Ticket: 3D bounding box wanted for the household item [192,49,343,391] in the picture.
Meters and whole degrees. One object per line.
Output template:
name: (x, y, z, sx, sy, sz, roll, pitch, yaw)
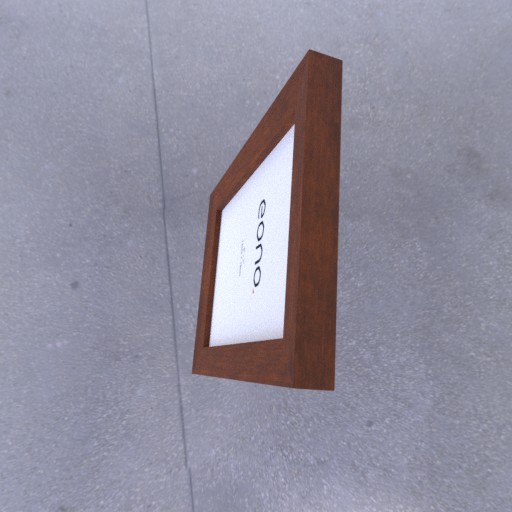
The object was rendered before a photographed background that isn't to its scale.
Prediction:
household item: (0.000, 0.000, 0.296, 0.096, 0.204, 0.160, 4, 75, 1)
